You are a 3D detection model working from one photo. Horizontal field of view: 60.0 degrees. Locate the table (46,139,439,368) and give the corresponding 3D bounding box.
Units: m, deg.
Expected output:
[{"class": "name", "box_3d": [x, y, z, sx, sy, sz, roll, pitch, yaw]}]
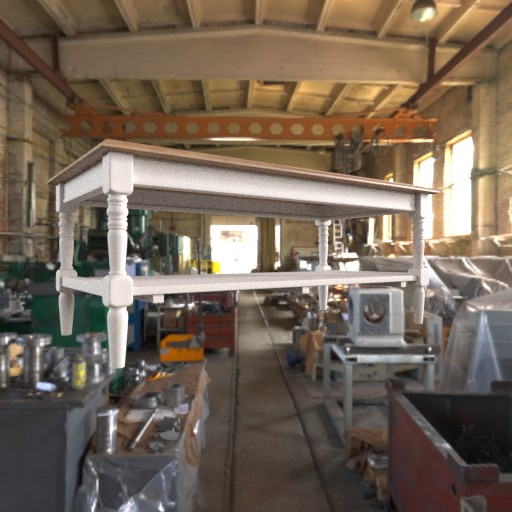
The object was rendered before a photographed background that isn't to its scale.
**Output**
[{"class": "table", "box_3d": [0.000, 0.000, 1.399, 1.118, 0.458, 0.559, 0, 0, -35]}]
